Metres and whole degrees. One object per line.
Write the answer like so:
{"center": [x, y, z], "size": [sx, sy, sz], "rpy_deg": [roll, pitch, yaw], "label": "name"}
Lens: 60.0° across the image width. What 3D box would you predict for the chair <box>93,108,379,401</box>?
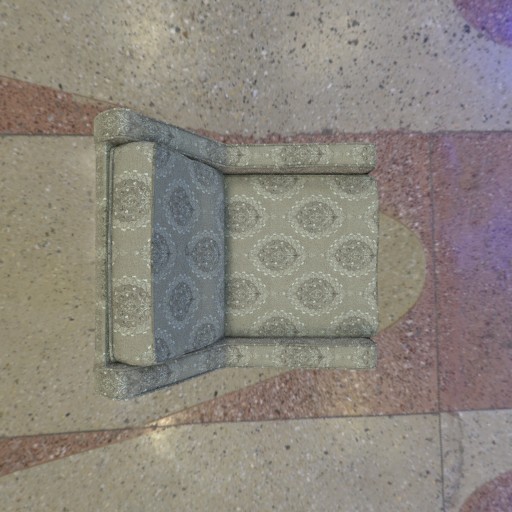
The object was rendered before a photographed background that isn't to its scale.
{"center": [0.000, 0.000, 1.345], "size": [0.750, 0.797, 0.665], "rpy_deg": [0, 89, 0], "label": "chair"}
